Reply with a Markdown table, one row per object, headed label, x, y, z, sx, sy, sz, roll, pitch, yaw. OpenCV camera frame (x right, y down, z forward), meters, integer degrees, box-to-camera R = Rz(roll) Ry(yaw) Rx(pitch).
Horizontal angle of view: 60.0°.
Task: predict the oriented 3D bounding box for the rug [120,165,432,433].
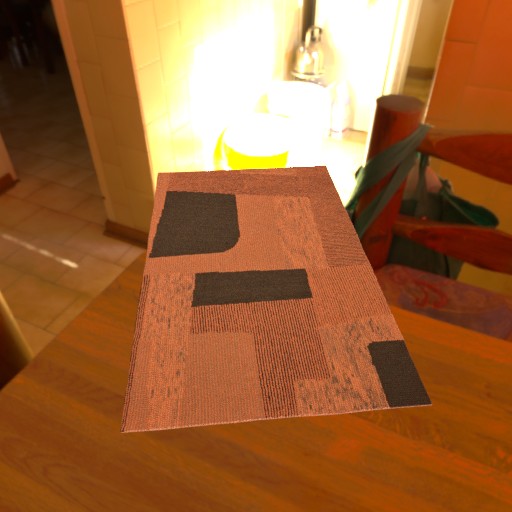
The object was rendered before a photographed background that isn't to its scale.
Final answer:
| label | x | y | z | sx | sy | sz | roll | pitch | yaw |
| --- | --- | --- | --- | --- | --- | --- | --- | --- | --- |
| rug | 0.000 | 0.000 | 3.059 | 1.521 | 0.015 | 2.436 | -4 | 40 | -4 |
